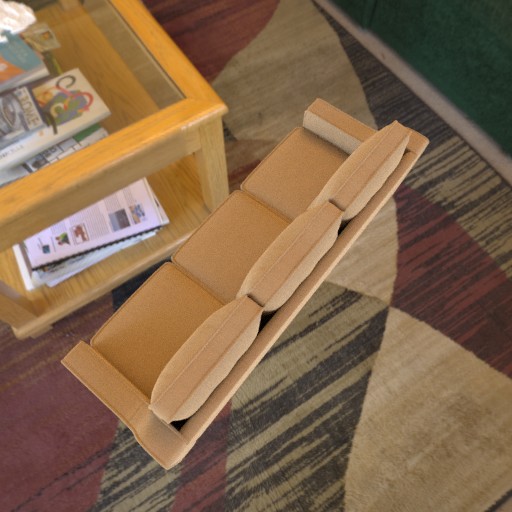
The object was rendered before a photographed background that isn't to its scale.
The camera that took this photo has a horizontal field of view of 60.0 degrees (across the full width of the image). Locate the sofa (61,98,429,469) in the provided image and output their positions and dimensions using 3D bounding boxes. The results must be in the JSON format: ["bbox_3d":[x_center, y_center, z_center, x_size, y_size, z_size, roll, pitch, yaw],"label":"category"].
[{"bbox_3d":[0.000,0.000,2.485,0.791,0.902,2.131,36,70,15],"label":"sofa"}]
